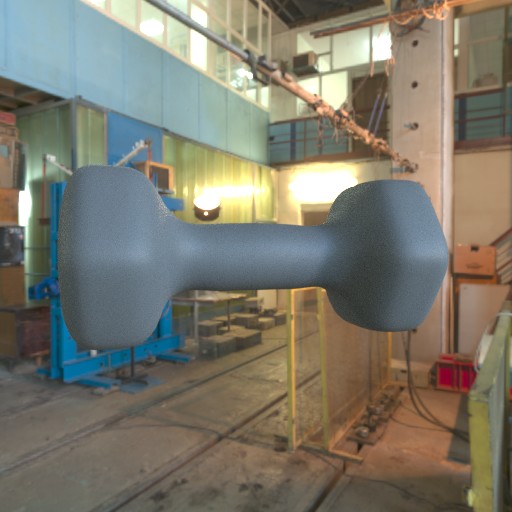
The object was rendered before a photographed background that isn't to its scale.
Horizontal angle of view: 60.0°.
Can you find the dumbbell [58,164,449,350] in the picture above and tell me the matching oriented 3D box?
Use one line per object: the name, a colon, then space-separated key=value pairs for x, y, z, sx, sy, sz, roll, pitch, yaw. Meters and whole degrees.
dumbbell: x=0.000 y=0.000 z=0.227 sx=0.184 sy=0.081 sz=0.090 roll=0 pitch=1 yaw=-16
